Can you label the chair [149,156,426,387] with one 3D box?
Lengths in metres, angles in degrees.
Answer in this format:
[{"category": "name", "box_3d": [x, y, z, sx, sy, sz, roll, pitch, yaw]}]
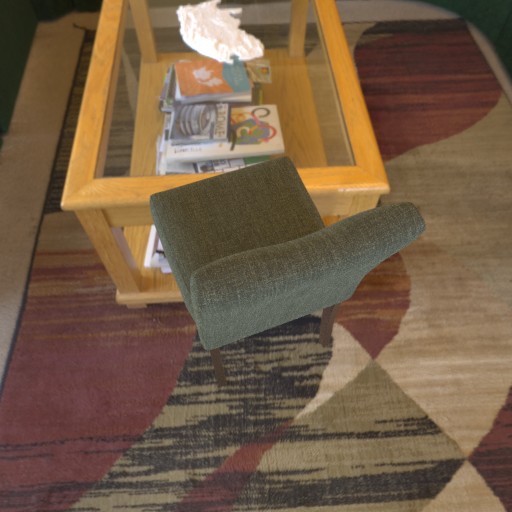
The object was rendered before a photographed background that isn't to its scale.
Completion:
[{"category": "chair", "box_3d": [0.000, 0.000, 1.268, 0.487, 0.884, 0.629, -18, 60, -11]}]
